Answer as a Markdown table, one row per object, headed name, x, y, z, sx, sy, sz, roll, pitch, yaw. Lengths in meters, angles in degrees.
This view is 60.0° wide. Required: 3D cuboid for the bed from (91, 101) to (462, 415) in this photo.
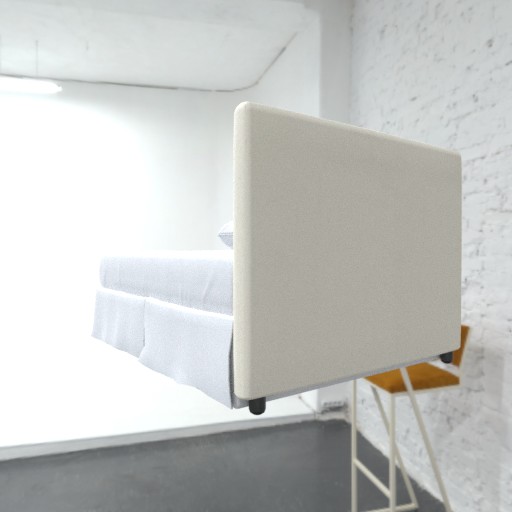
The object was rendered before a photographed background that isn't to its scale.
| name | x | y | z | sx | sy | sz | roll | pitch | yaw |
| --- | --- | --- | --- | --- | --- | --- | --- | --- | --- |
| bed | 0.000 | 0.000 | 3.134 | 1.713 | 1.330 | 2.142 | -1 | 1 | -36 |
